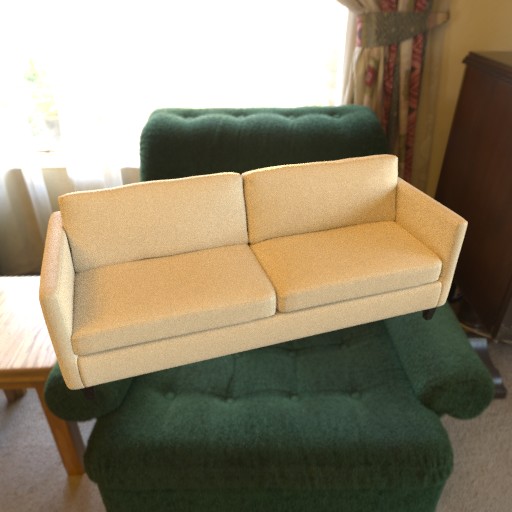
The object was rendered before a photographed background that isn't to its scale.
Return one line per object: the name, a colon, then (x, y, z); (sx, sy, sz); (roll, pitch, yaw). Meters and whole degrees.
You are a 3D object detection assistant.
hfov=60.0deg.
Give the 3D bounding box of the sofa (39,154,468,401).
sofa: (0.000, 0.000, 2.858); (2.434, 0.965, 0.948); (-10, 33, -15)
